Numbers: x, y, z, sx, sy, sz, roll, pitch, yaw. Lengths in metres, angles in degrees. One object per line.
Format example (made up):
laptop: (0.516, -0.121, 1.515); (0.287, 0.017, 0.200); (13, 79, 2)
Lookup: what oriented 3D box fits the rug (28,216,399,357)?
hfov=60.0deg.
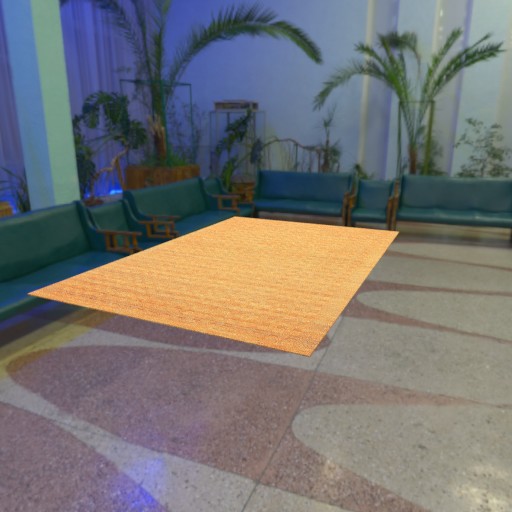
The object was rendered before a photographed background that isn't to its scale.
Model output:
rug: (0.000, 0.000, 2.963); (1.524, 0.006, 2.285); (7, 18, 24)
